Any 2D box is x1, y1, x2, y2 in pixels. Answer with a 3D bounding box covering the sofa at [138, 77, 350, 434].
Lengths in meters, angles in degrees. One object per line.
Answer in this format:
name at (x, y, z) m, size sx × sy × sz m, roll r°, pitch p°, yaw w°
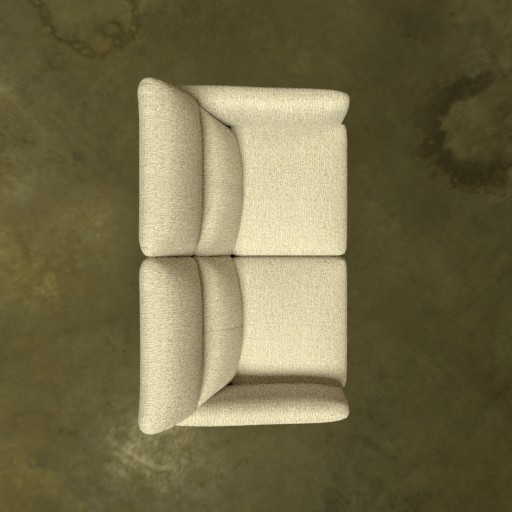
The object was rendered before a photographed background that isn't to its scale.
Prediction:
sofa at (0.000, 0.000, 2.101) m, size 0.905 × 0.950 × 1.540 m, roll 0°, pitch 90°, yaw 0°
